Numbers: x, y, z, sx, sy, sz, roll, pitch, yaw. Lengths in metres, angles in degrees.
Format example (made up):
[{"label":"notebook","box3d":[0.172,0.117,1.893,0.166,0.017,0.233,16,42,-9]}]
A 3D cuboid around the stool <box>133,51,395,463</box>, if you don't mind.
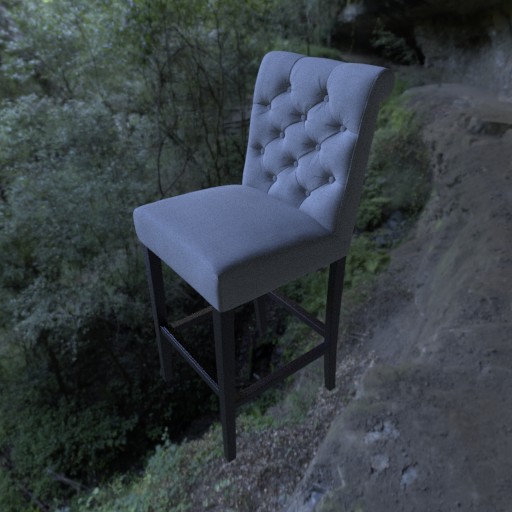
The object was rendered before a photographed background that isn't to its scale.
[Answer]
[{"label":"stool","box3d":[0.000,0.000,1.433,0.601,1.140,0.493,-22,38,-31]}]
